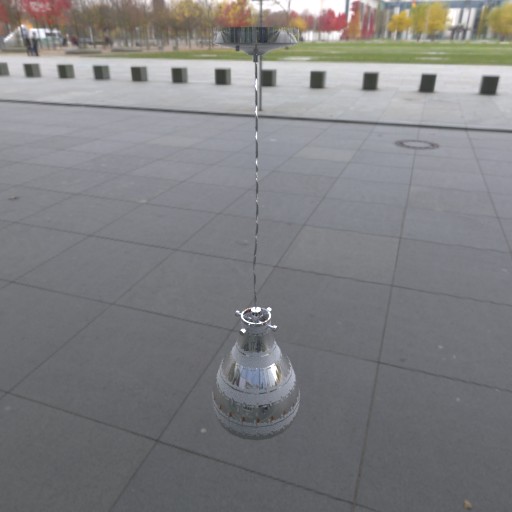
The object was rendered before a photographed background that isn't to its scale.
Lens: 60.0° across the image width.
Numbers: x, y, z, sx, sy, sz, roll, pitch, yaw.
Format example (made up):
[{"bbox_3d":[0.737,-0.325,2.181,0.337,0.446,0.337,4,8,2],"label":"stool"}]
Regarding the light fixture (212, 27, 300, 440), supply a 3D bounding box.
[{"bbox_3d":[0.000,0.000,1.592,0.374,1.457,0.374,17,31,31],"label":"light fixture"}]
